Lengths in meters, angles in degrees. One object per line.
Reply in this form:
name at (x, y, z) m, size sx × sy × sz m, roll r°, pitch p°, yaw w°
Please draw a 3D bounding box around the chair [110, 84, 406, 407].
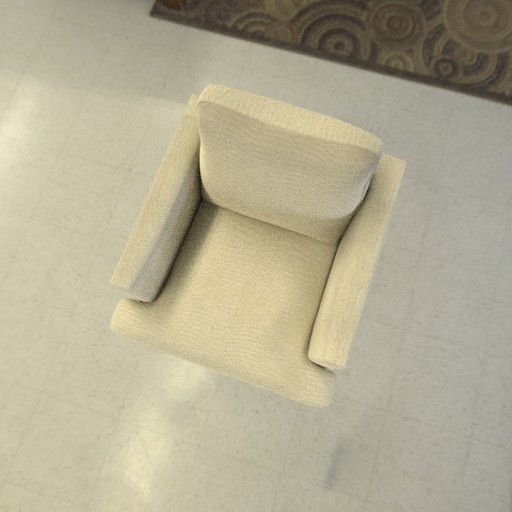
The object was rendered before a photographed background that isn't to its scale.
chair at (0.000, 0.000, 1.688) m, size 0.858 × 0.957 × 0.899 m, roll 19°, pitch 77°, yaw 4°
